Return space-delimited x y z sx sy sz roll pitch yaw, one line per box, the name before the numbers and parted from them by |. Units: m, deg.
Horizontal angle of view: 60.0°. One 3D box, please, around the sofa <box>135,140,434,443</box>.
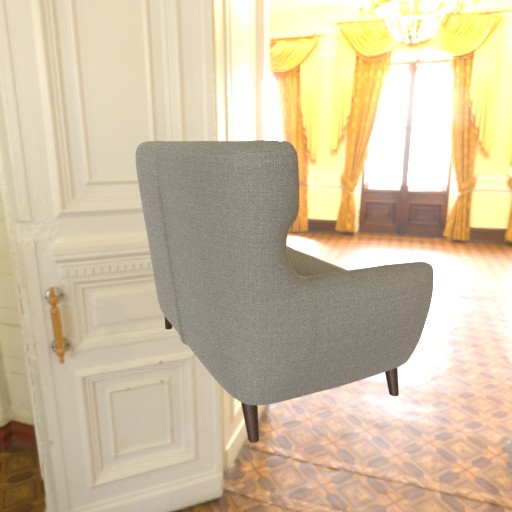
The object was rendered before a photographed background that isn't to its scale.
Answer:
sofa | 0.000 0.000 2.042 0.884 1.028 1.386 -7 16 -26
